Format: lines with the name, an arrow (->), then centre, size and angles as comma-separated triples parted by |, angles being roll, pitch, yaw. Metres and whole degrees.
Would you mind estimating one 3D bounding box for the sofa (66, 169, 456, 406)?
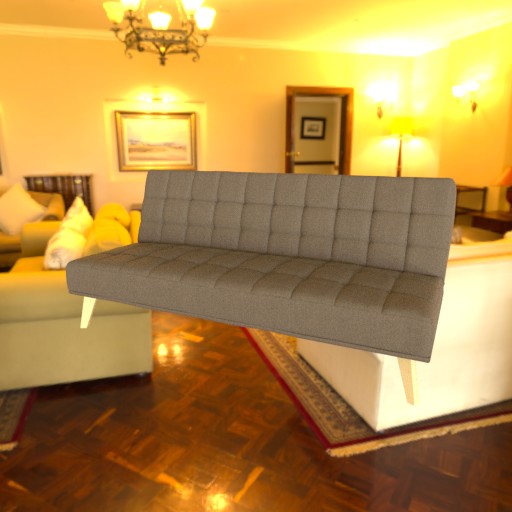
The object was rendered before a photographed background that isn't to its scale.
sofa -> 0.000, 0.000, 2.271 | 1.800, 0.810, 0.860 | 7, 15, 25
